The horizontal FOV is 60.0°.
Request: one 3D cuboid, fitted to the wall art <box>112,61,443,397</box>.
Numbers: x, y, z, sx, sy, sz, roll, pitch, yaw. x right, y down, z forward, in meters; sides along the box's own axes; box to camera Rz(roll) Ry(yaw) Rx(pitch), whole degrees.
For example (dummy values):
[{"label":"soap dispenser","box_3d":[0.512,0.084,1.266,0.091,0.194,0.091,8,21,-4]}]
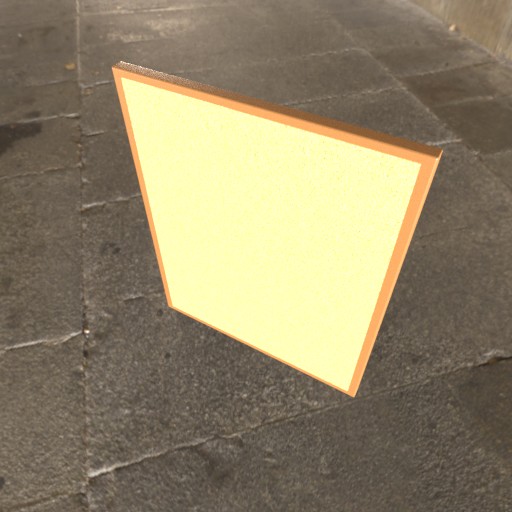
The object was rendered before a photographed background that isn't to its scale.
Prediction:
[{"label":"wall art","box_3d":[0.000,0.000,0.744,0.449,0.550,0.021,22,51,20]}]
